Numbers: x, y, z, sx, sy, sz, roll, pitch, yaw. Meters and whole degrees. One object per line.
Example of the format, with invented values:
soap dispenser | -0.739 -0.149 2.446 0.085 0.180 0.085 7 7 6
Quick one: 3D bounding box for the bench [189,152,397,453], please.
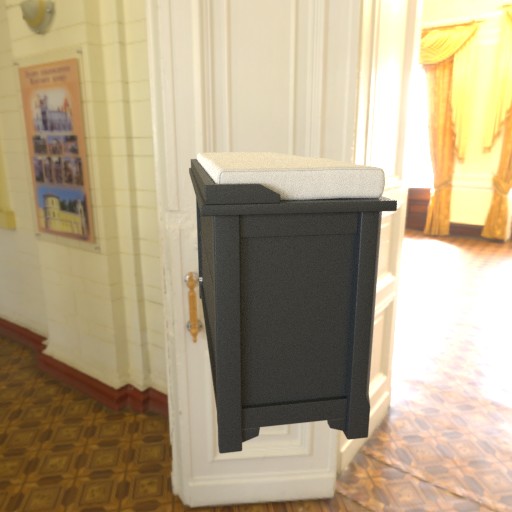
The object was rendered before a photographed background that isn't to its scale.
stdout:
bench | 0.000 0.000 1.274 0.345 0.561 0.973 -2 15 -9
